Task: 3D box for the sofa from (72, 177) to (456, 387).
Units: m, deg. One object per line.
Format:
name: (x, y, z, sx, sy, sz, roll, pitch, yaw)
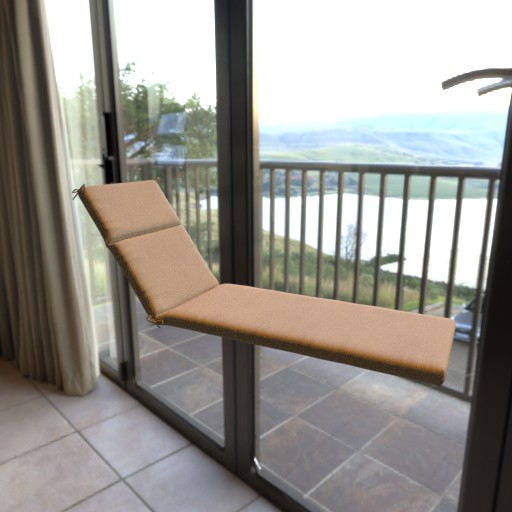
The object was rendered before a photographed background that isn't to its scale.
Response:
sofa: (0.000, 0.000, 1.982, 1.663, 0.622, 0.582, 7, 15, 26)
